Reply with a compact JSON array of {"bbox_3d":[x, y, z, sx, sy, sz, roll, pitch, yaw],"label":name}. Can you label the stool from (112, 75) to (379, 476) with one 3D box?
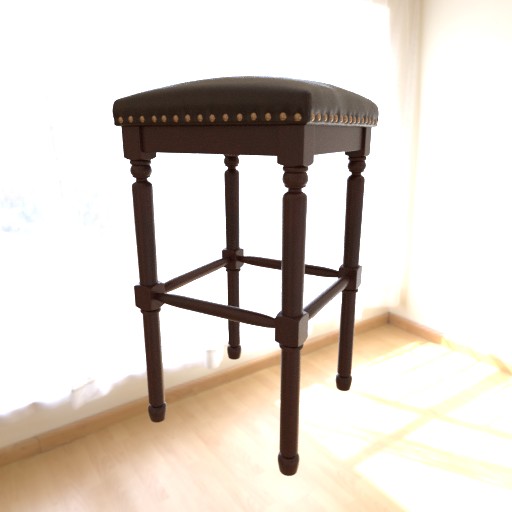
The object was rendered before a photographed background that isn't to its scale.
[{"bbox_3d":[0.000,0.000,0.933,0.383,0.702,0.382,9,18,28],"label":"stool"}]
